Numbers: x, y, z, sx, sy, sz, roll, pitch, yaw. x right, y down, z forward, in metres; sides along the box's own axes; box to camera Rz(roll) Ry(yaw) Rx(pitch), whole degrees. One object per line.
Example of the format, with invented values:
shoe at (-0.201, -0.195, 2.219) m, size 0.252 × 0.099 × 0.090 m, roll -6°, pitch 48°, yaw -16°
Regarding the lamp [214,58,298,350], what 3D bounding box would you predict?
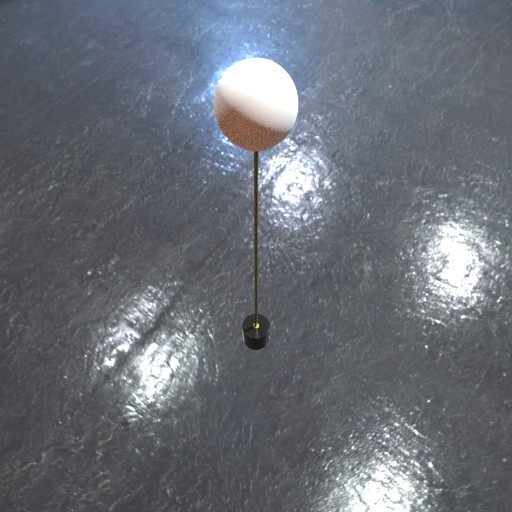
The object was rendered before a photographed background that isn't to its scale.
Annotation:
lamp at (0.000, 0.000, 1.837) m, size 0.229 × 1.748 × 0.229 m, roll 30°, pitch 62°, yaw 18°
